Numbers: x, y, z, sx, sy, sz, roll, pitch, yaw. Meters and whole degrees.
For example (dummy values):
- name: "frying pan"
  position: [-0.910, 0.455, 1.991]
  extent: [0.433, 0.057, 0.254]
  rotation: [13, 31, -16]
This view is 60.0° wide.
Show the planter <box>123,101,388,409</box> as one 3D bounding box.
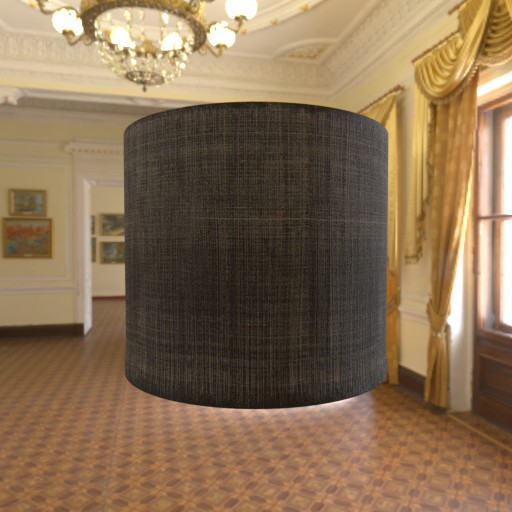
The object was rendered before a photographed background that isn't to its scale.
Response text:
- name: "planter"
  position: [0.000, 0.000, 0.312]
  extent: [0.178, 0.157, 0.178]
  rotation: [0, 1, 0]
